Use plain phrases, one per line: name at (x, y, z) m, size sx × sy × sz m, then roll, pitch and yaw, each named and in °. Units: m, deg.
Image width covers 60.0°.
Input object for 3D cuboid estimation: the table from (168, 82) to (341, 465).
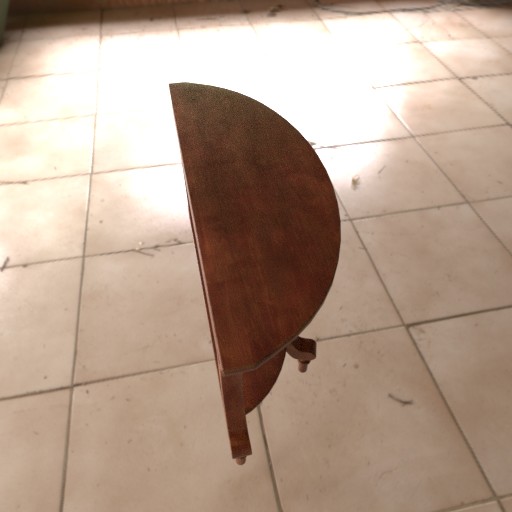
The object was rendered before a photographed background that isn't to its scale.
table at (0.000, 0.000, 1.505) m, size 0.394 × 0.699 × 1.198 m, roll -9°, pitch 47°, yaw -9°
